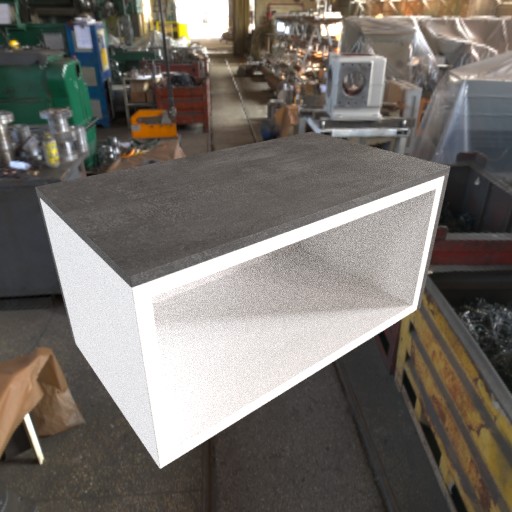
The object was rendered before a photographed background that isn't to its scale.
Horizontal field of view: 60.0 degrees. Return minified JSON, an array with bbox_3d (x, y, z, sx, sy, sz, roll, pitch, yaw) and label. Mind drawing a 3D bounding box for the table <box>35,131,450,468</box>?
[{"bbox_3d":[0.000,0.000,0.936,0.700,0.350,0.400,-21,35,-33],"label":"table"}]
